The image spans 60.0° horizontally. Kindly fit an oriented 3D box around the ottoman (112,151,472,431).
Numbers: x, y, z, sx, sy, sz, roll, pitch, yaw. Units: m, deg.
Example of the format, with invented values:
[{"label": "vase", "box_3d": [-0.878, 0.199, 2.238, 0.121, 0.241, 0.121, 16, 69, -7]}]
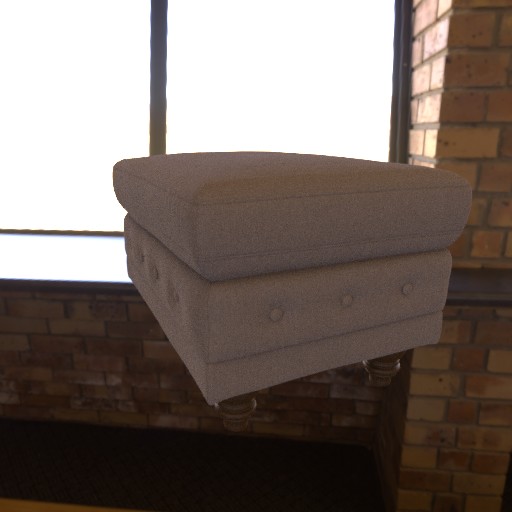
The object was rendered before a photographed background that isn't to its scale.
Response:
[{"label": "ottoman", "box_3d": [0.000, 0.000, 1.108, 0.569, 0.500, 0.771, -7, 18, -25]}]
